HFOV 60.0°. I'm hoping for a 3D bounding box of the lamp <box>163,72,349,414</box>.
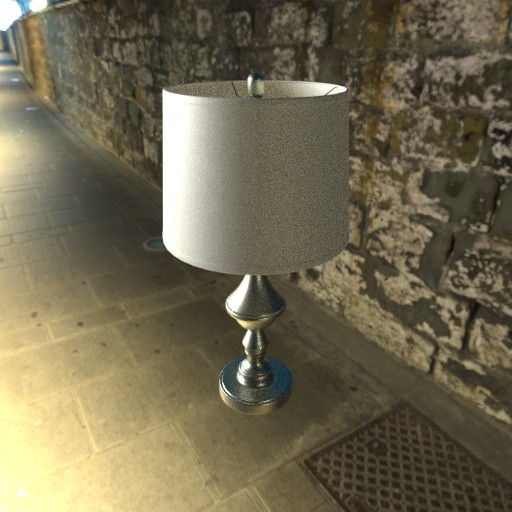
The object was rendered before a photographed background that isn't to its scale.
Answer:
[{"bbox_3d":[0.000,0.000,0.954,0.383,0.733,0.383,0,26,0],"label":"lamp"}]
